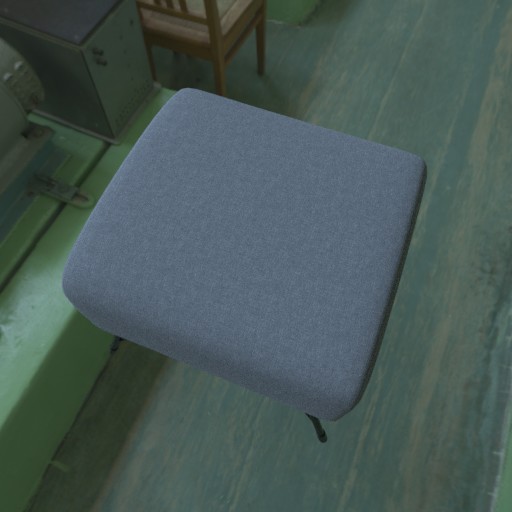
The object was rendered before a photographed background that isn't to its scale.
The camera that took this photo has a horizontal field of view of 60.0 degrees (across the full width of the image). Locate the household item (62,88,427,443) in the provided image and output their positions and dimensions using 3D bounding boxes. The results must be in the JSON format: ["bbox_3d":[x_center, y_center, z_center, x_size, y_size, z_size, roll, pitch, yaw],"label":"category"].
[{"bbox_3d":[0.000,0.000,0.907,0.530,0.410,0.530,20,66,9],"label":"household item"}]
